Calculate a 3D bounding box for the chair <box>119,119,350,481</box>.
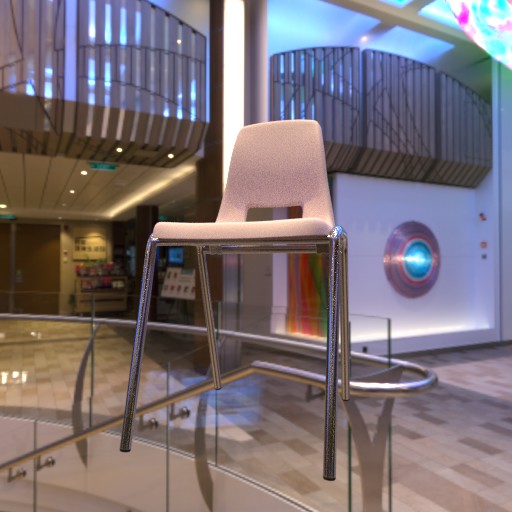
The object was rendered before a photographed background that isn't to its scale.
[{"bbox_3d":[0.000,0.000,0.941,0.381,0.704,0.436,0,-1,17],"label":"chair"}]
